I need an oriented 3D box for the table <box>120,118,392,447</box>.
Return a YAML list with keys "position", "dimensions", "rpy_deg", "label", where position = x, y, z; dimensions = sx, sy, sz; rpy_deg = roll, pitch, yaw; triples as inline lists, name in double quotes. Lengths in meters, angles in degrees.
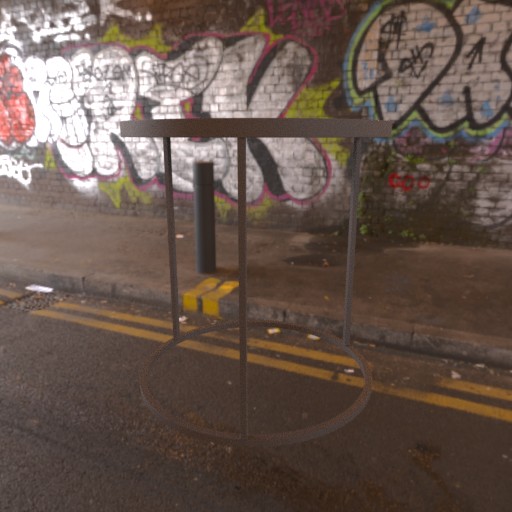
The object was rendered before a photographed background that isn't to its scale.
- position: [0.000, 0.000, 0.862]
  dimensions: [0.470, 0.498, 0.470]
  rpy_deg: [0, 15, 0]
  label: "table"
